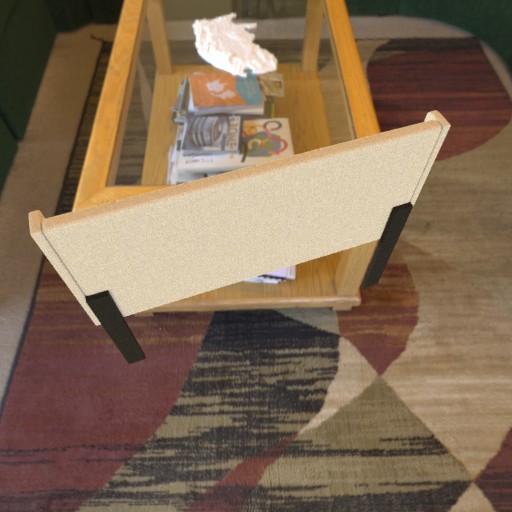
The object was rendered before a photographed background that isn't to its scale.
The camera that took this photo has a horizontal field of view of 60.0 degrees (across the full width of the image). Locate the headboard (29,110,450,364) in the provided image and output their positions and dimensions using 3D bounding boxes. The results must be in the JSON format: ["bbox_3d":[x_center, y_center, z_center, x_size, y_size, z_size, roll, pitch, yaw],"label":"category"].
[{"bbox_3d":[0.000,0.000,2.711,2.051,1.524,0.184,-16,58,-11],"label":"headboard"}]
